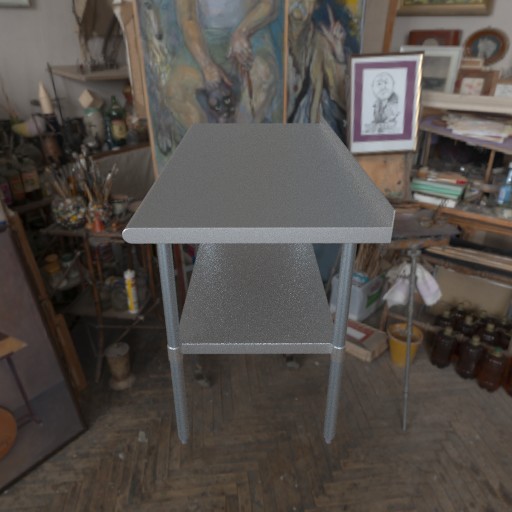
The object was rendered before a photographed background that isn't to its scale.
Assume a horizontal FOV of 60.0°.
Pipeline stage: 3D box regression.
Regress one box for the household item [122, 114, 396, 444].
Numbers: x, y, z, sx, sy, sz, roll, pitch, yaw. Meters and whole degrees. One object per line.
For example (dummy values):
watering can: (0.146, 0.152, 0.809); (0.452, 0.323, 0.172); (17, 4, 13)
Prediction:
household item: (0.000, 0.000, 1.710); (0.610, 0.851, 1.219); (0, 27, 0)
